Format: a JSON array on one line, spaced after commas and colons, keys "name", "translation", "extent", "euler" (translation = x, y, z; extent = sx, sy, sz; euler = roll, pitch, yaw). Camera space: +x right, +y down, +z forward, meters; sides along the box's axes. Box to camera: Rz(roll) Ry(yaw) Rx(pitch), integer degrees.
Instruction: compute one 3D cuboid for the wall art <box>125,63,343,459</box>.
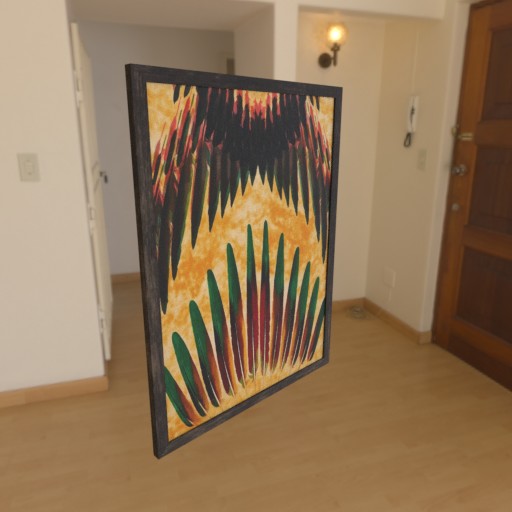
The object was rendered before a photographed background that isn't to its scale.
[{"name": "wall art", "translation": [0.000, 0.000, 1.424], "extent": [0.812, 1.066, 0.029], "euler": [-15, 21, -42]}]
